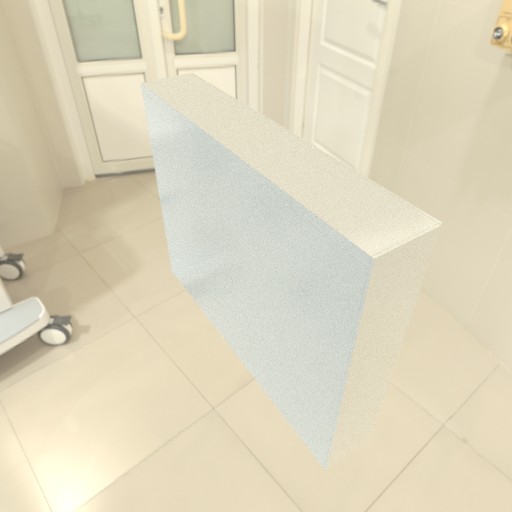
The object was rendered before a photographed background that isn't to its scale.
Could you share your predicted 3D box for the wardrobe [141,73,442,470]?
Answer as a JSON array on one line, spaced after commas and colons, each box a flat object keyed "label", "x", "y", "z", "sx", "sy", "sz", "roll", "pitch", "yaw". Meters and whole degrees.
[{"label": "wardrobe", "x": 0.000, "y": 0.000, "z": 4.047, "sx": 0.580, "sy": 2.360, "sz": 3.000, "roll": -23, "pitch": 46, "yaw": -25}]
